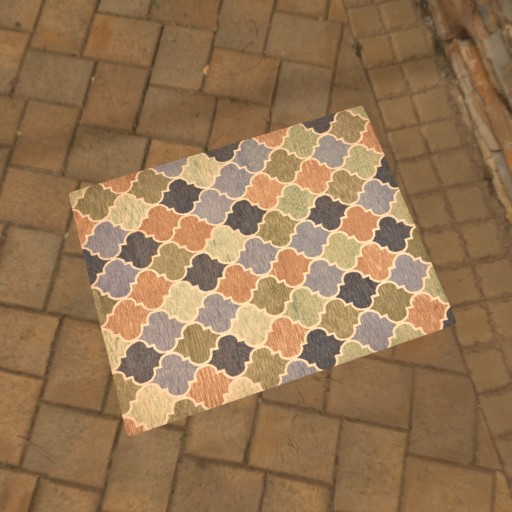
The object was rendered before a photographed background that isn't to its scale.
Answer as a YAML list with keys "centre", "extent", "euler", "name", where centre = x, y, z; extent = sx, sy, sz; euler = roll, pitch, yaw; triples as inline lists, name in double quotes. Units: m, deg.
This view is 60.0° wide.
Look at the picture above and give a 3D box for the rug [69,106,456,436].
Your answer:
- centre: [0.000, 0.000, 4.338]
  extent: [3.200, 0.013, 2.439]
  euler: [-18, 77, -4]
  name: "rug"
